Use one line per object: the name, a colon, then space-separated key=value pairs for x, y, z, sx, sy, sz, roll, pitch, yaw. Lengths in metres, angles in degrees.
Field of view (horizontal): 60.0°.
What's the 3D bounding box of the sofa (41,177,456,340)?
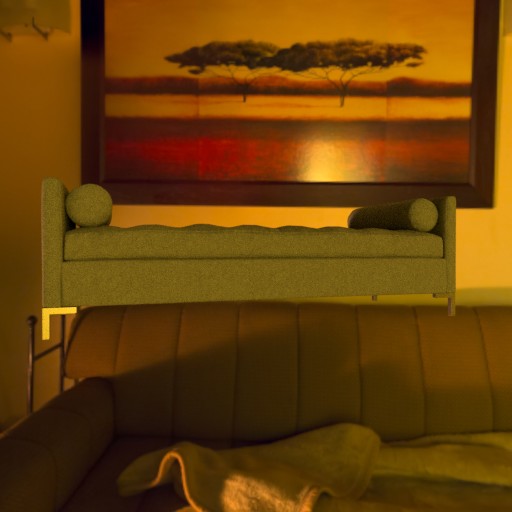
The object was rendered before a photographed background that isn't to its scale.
sofa: x=0.000 y=0.000 z=2.481 sx=2.102 sy=0.657 sz=0.797 roll=0 pitch=1 yaw=-18
